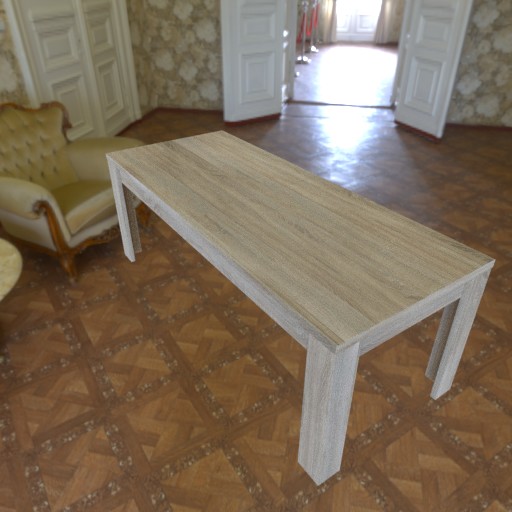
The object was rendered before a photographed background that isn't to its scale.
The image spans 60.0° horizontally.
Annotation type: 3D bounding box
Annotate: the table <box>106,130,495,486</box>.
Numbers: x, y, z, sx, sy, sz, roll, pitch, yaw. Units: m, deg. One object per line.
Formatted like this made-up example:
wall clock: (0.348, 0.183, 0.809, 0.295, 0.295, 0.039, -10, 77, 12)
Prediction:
table: (0.000, 0.000, 2.602, 0.900, 0.790, 2.200, -20, 38, -29)
